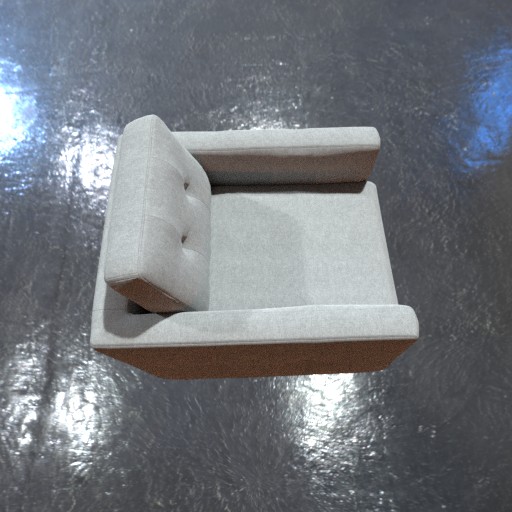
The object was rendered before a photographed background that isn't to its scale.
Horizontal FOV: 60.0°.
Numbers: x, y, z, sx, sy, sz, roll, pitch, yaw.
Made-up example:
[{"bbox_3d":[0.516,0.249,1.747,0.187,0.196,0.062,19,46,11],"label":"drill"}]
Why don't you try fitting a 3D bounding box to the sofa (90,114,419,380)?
[{"bbox_3d":[0.000,0.000,1.536,0.920,0.860,0.770,-2,63,-1],"label":"sofa"}]
